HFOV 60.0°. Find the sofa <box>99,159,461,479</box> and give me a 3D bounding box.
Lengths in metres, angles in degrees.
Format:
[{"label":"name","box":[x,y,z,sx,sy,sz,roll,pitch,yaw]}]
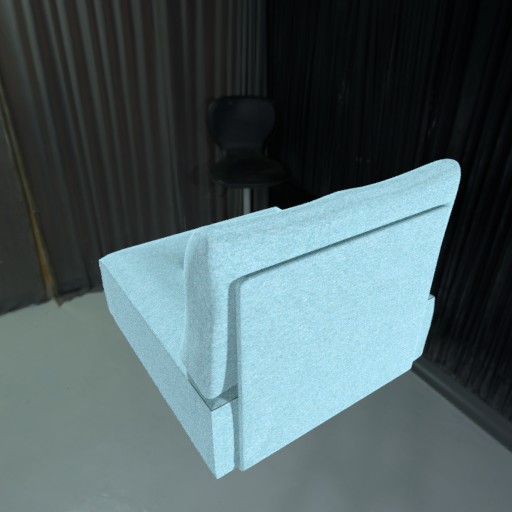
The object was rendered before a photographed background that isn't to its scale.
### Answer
[{"label":"sofa","box":[0.000,0.000,1.670,0.930,0.820,1.000,-19,35,-29]}]
